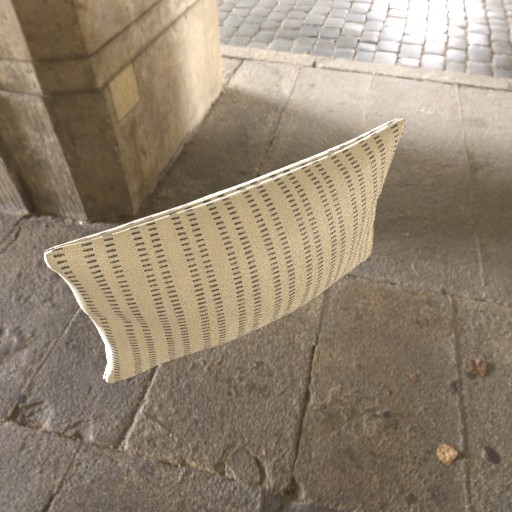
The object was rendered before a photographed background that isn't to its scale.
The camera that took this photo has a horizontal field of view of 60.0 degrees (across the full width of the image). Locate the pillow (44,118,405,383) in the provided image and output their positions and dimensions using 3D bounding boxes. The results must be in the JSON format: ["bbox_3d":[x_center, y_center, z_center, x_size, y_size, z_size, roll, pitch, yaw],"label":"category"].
[{"bbox_3d":[0.000,0.000,0.800,0.640,0.353,0.210,-24,52,-21],"label":"pillow"}]
